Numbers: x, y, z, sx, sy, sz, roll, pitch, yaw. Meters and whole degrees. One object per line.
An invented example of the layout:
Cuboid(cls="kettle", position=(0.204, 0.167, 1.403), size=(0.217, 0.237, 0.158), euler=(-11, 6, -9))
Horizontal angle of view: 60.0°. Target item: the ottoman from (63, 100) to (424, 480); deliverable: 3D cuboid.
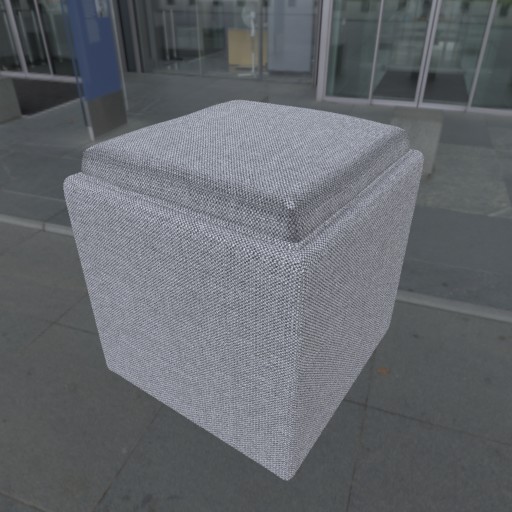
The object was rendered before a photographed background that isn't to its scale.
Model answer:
Cuboid(cls="ottoman", position=(0.000, 0.000, 0.835), size=(0.436, 0.487, 0.454), euler=(20, 37, 29))
